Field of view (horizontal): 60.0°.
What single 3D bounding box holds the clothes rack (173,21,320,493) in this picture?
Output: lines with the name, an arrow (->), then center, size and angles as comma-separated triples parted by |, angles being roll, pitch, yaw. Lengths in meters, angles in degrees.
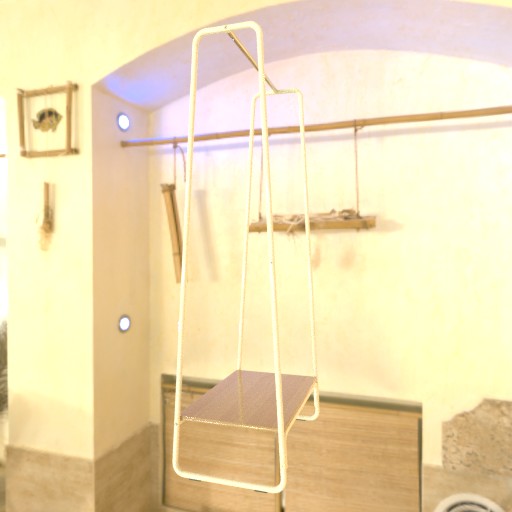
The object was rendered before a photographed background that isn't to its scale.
clothes rack -> 0.000, 0.000, 1.740 | 0.400, 1.500, 0.640 | 0, 1, 18
